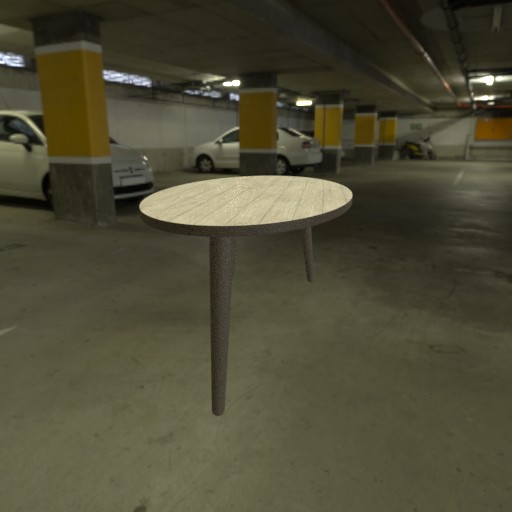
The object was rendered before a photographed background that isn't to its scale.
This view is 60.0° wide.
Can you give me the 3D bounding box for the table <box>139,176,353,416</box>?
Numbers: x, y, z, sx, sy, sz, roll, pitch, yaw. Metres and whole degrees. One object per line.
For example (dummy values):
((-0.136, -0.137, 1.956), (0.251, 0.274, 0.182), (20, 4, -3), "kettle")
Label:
((0.000, 0.000, 1.327), (0.542, 0.390, 1.083), (2, 15, 8), "table")
